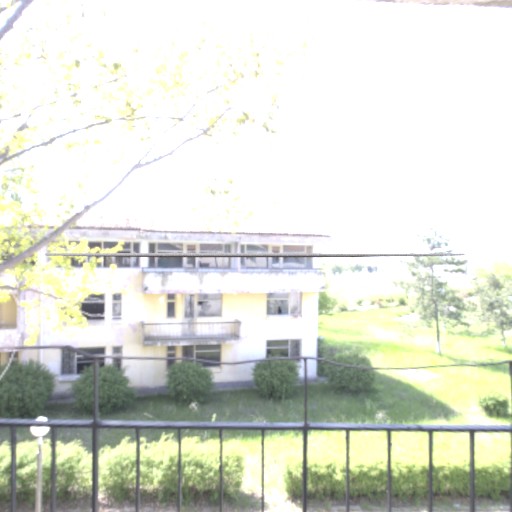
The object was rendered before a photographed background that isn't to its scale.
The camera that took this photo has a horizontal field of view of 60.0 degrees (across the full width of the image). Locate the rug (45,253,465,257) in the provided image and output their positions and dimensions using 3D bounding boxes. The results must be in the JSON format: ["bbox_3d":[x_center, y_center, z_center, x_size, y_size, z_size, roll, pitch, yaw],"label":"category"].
[{"bbox_3d":[0.000,0.000,4.088,2.441,0.015,3.050,0,0,0],"label":"rug"}]
